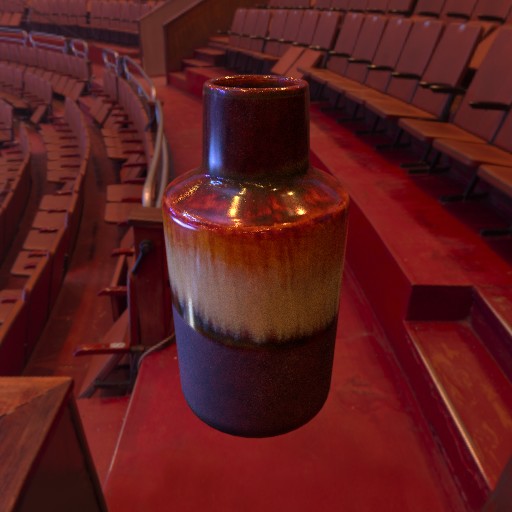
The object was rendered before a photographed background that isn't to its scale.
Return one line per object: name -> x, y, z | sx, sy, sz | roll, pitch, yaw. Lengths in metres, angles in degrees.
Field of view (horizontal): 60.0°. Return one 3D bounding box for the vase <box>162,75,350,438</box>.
vase -> 0.000, 0.000, 0.275 | 0.108, 0.204, 0.108 | 0, 29, 0
